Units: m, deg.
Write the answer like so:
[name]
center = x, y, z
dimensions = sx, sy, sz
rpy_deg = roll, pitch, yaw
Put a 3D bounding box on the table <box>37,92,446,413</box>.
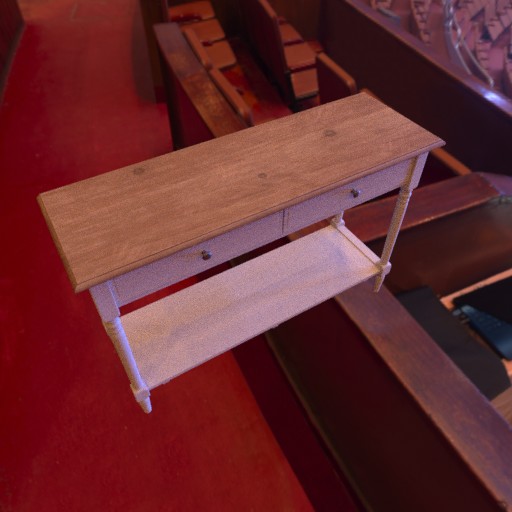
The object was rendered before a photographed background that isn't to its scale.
[table]
center = 0.000, 0.000, 1.642
dimensions = 1.219, 0.800, 0.399
rpy_deg = -24, 51, -21
